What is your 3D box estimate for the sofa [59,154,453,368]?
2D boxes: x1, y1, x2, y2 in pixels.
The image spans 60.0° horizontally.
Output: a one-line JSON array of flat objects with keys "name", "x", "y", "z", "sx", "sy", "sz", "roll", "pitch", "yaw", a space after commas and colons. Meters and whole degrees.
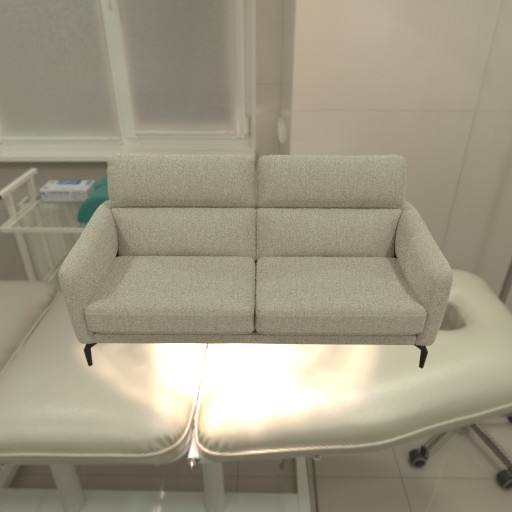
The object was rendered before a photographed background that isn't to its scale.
[{"name": "sofa", "x": 0.000, "y": 0.000, "z": 2.556, "sx": 2.015, "sy": 0.956, "sz": 0.856, "roll": 0, "pitch": 30, "yaw": 0}]
